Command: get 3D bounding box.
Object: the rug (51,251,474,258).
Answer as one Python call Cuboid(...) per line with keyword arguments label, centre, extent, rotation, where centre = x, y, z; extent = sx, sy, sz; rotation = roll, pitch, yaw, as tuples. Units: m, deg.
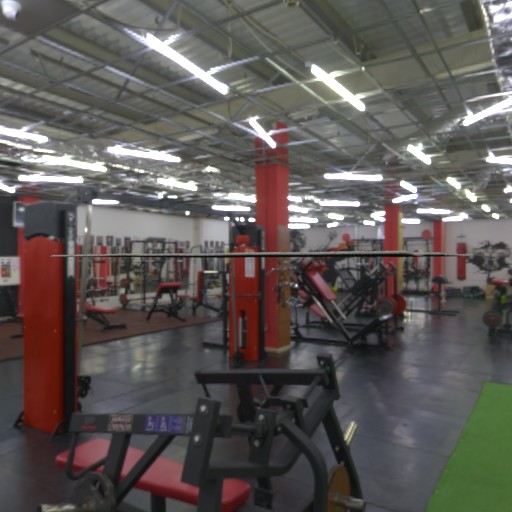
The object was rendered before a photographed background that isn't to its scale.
Cuboid(label="rug", centre=(0.000, 0.000, 3.007), extent=(2.444, 0.023, 1.531), rotation=(0, -1, 36))
